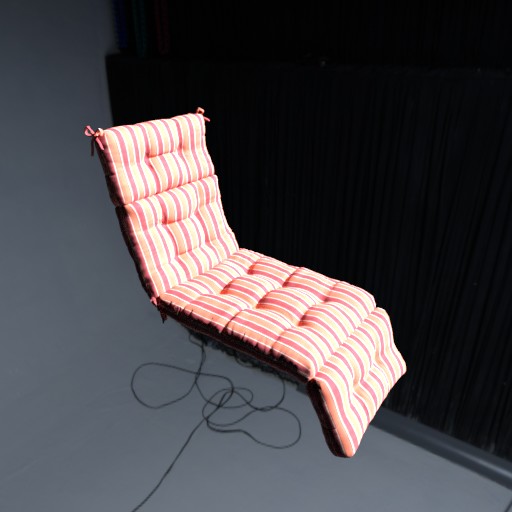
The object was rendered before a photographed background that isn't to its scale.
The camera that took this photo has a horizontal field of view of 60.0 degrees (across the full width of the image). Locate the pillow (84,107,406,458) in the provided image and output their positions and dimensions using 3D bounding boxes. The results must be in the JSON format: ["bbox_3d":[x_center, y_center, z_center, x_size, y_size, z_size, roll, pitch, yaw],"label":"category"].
[{"bbox_3d":[0.000,0.000,1.521,1.016,0.863,0.526,17,31,32],"label":"pillow"}]
